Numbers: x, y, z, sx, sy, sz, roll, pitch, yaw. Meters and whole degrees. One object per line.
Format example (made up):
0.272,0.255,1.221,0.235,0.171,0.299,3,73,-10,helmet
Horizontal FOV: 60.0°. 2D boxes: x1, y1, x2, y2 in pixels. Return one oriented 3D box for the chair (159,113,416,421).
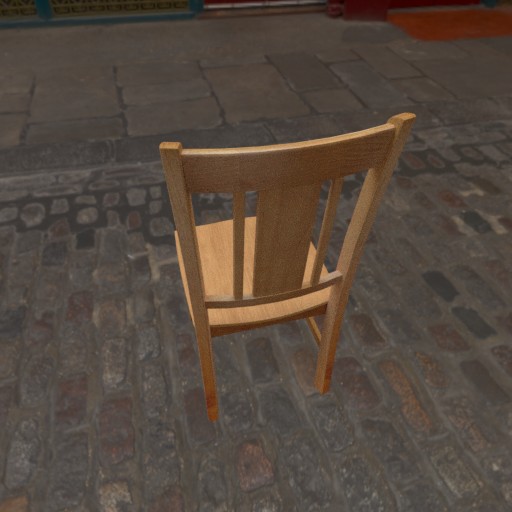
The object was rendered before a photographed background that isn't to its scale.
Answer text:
0.000,0.000,1.252,0.450,0.998,0.556,-10,43,-11,chair
